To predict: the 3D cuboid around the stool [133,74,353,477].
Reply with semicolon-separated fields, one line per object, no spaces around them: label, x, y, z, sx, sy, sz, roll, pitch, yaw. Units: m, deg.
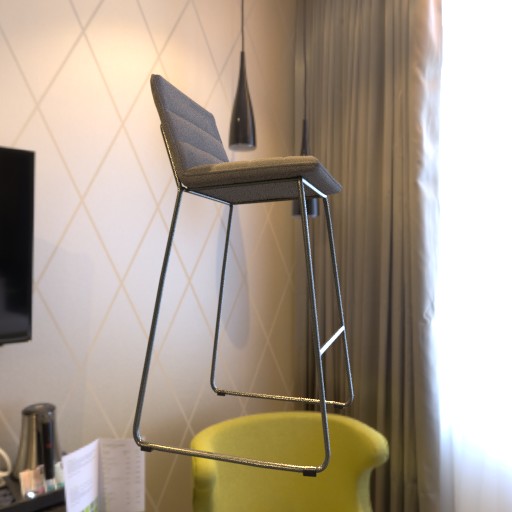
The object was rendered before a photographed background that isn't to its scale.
stool;0.000;0.000;1.253;0.490;0.960;0.490;0;0;19
